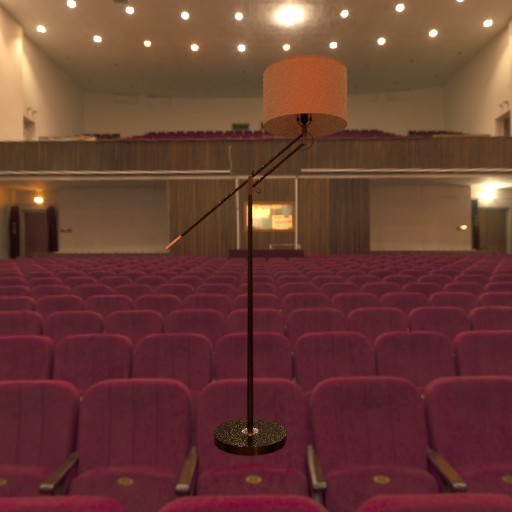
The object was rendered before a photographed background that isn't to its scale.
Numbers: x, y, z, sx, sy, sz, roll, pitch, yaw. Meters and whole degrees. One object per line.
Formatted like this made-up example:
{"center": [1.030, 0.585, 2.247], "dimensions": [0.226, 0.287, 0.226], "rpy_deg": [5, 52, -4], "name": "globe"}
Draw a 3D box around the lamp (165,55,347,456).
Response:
{"center": [0.000, 0.000, 1.978], "dimensions": [0.809, 1.635, 0.373], "rpy_deg": [0, 0, 0], "name": "lamp"}
